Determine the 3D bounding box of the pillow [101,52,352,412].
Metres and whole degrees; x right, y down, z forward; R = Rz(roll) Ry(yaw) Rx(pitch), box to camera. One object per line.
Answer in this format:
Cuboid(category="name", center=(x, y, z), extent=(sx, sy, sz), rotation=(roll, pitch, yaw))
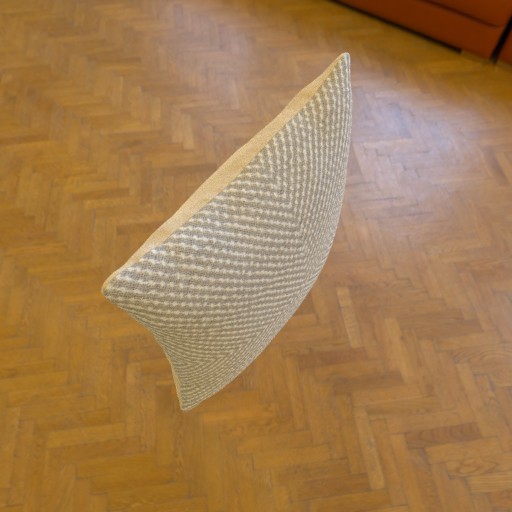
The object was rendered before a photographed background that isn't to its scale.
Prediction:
Cuboid(category="pillow", center=(0.000, 0.000, 0.701), extent=(0.181, 0.458, 0.459), rotation=(32, 64, 18))
